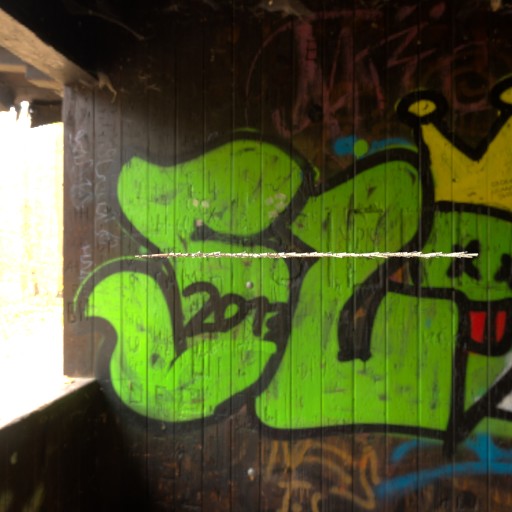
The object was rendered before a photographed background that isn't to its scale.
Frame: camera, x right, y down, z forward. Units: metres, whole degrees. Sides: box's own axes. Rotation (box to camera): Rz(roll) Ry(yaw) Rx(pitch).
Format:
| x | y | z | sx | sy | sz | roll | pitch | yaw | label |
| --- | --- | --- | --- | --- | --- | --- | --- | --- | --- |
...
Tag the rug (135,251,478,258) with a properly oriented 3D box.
| x | y | z | sx | sy | sz | roll | pitch | yaw | label |
| --- | --- | --- | --- | --- | --- | --- | --- | --- | --- |
| 0.000 | 0.000 | 2.531 | 1.224 | 0.027 | 2.021 | 0 | 0 | -19 | rug |
